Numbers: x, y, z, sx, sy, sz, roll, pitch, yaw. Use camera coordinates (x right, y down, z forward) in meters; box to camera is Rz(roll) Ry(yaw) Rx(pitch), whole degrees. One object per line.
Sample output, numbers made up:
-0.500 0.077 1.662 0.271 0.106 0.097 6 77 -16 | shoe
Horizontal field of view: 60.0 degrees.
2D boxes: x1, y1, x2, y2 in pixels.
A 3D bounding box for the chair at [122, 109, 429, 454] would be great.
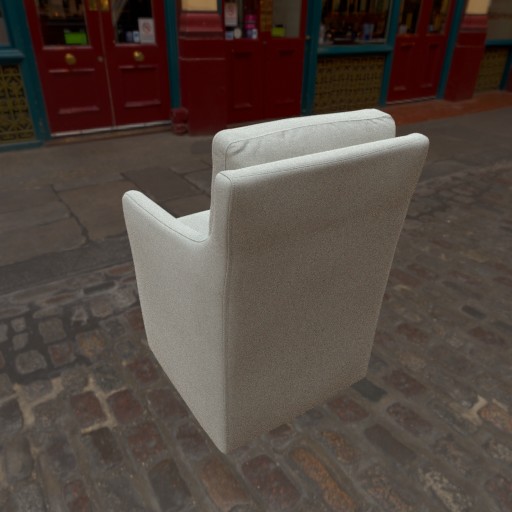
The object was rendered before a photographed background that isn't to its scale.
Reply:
0.000 0.000 1.389 0.626 0.914 0.694 -18 33 -29 | chair
